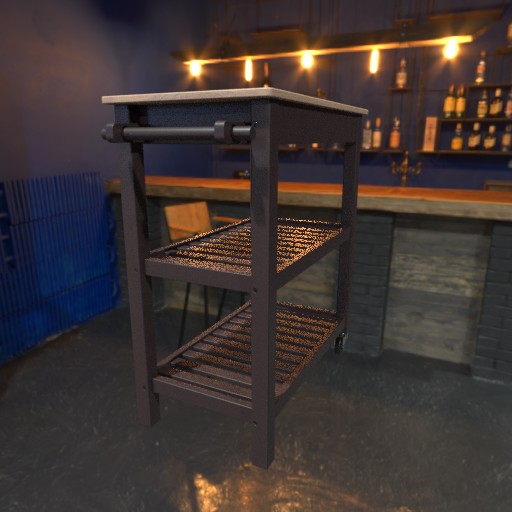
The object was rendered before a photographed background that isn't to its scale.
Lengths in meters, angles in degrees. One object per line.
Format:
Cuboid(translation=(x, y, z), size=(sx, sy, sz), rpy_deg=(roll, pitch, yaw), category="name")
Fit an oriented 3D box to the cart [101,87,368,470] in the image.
Cuboid(translation=(0.000, 0.000, 1.427), size=(0.457, 0.927, 0.899), rpy_deg=(7, 17, 26), category="cart")
